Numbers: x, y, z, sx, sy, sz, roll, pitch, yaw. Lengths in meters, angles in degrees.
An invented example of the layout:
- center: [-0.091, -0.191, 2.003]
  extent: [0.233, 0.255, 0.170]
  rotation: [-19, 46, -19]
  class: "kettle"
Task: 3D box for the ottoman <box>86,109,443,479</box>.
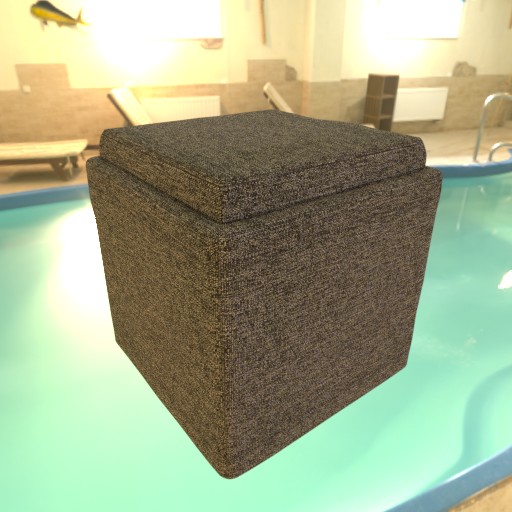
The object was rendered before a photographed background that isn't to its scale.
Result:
- center: [0.000, 0.000, 0.826]
  extent: [0.450, 0.463, 0.450]
  rotation: [-19, 32, -33]
  class: "ottoman"
